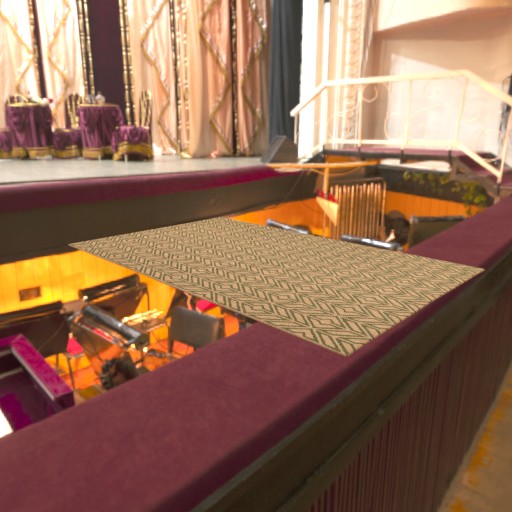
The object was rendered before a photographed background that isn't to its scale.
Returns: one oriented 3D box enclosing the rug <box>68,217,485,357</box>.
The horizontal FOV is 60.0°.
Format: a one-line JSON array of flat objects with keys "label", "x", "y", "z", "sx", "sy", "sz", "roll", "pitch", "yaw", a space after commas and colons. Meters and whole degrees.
[{"label": "rug", "x": 0.000, "y": 0.000, "z": 3.005, "sx": 2.435, "sy": 0.011, "sz": 1.517, "roll": 15, "pitch": 21, "yaw": 42}]
